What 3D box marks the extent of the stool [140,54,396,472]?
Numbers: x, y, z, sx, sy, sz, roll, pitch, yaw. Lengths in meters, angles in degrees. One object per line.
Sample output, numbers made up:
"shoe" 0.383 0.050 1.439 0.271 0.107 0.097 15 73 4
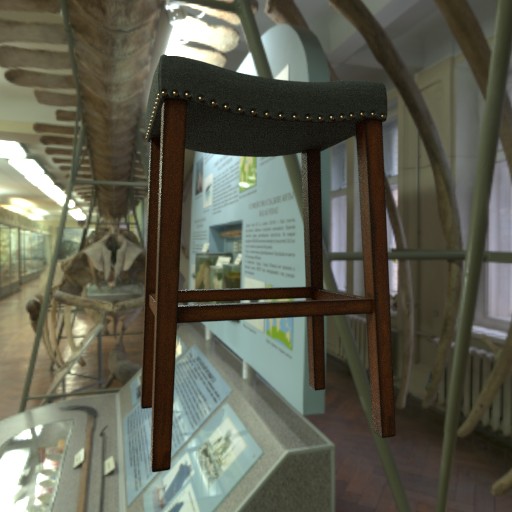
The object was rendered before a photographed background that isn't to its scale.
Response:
"stool" 0.000 0.000 1.027 0.502 0.760 0.366 0 1 -18
